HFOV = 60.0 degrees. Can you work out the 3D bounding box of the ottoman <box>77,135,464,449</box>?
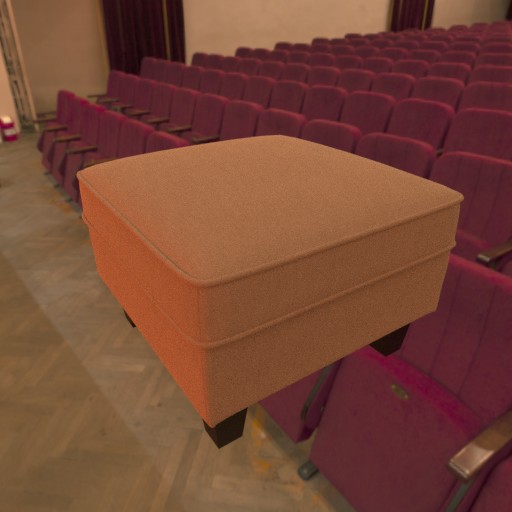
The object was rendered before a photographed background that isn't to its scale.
[{"bbox_3d":[0.000,0.000,1.013,0.613,0.438,0.616,-18,33,-30],"label":"ottoman"}]
